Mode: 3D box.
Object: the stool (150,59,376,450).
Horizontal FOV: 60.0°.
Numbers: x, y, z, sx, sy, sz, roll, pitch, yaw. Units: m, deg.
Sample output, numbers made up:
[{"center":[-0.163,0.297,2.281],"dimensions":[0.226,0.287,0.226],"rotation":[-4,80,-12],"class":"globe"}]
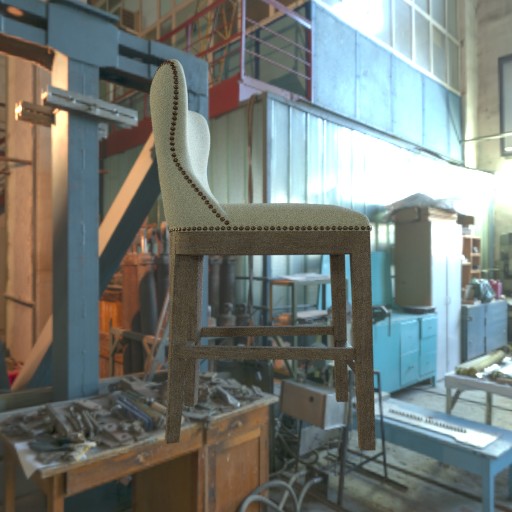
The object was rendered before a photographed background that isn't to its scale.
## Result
[{"center":[0.000,0.000,1.317],"dimensions":[0.608,0.981,0.498],"rotation":[0,0,1],"class":"stool"}]
